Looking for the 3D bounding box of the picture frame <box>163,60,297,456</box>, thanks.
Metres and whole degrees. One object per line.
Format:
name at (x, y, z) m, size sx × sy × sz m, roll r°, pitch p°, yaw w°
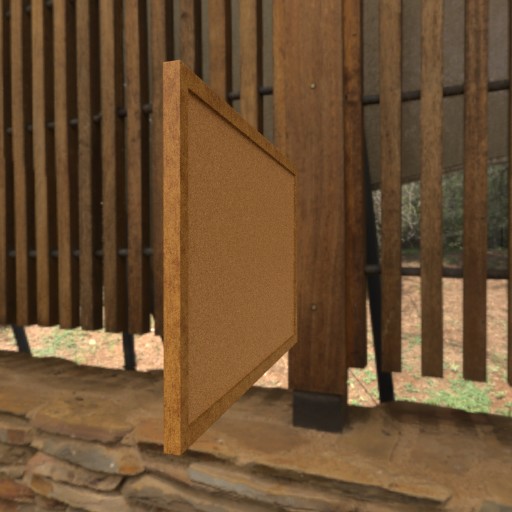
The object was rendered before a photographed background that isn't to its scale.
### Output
picture frame at (0.000, 0.000, 1.141) m, size 0.029 × 0.621 × 0.922 m, roll 0°, pitch 1°, yaw 17°
